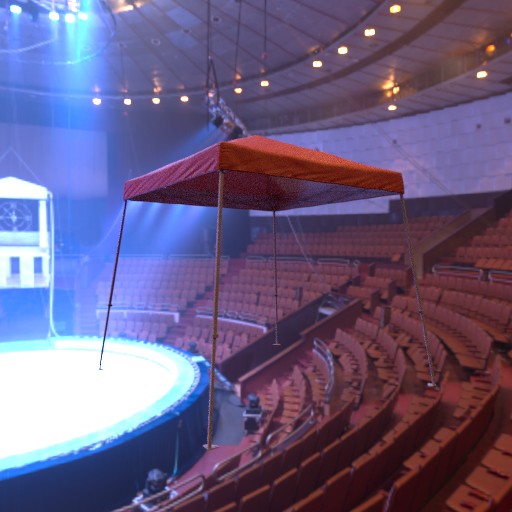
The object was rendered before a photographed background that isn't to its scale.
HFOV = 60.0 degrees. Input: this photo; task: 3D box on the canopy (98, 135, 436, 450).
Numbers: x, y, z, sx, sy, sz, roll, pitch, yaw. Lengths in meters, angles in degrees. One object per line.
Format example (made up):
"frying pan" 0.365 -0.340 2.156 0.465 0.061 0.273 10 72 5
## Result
"canopy" 0.000 0.000 6.596 3.599 3.600 3.600 0 0 -35
